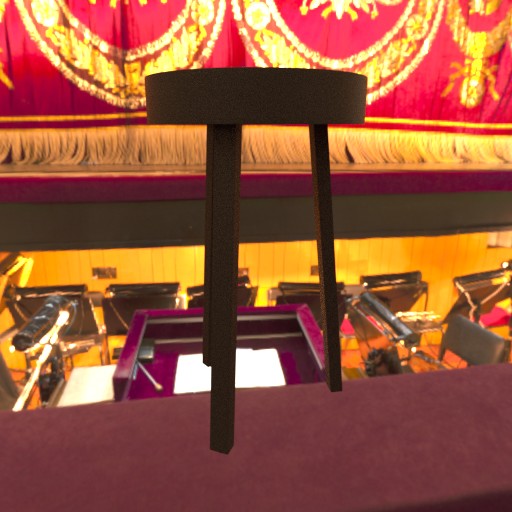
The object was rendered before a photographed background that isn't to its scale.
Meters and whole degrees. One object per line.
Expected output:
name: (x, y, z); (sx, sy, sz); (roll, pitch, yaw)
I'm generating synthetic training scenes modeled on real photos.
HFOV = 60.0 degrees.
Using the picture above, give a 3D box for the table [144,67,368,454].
table: (0.000, 0.000, 0.927); (0.406, 0.686, 0.406); (-2, 17, -8)
